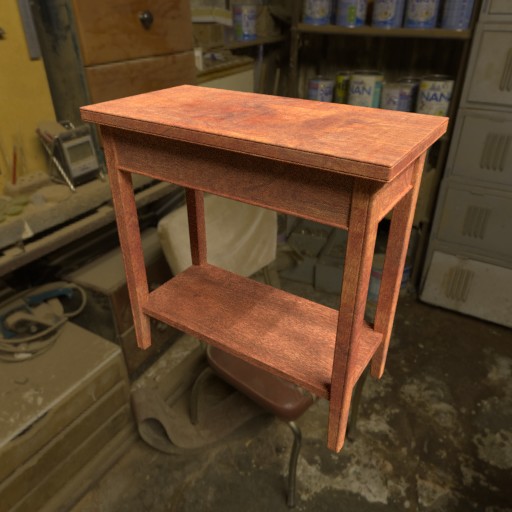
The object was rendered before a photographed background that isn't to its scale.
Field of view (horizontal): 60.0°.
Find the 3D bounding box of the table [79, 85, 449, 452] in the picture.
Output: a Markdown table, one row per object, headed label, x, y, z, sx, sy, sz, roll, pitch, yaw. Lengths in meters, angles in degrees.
| label | x | y | z | sx | sy | sz | roll | pitch | yaw |
| --- | --- | --- | --- | --- | --- | --- | --- | --- | --- |
| table | 0.000 | 0.000 | 0.964 | 0.610 | 0.610 | 0.305 | 18 | 35 | 28 |
